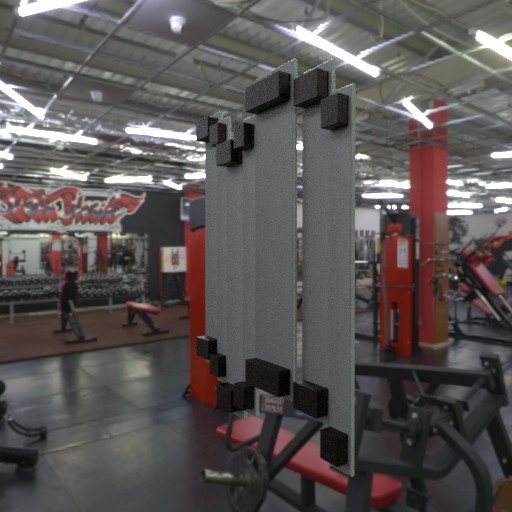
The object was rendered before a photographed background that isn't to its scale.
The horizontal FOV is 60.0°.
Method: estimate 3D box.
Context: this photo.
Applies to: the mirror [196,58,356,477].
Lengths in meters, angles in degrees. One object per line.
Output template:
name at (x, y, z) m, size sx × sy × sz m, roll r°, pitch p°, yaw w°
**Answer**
mirror at (0.000, 0.000, 0.778) m, size 0.058 × 0.611 × 0.445 m, roll -1°, pitch 1°, yaw -35°
